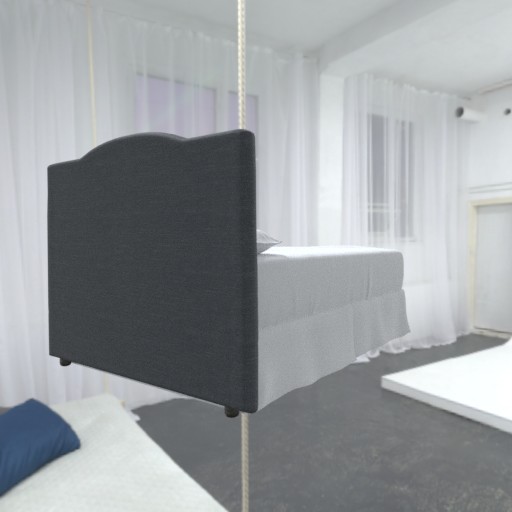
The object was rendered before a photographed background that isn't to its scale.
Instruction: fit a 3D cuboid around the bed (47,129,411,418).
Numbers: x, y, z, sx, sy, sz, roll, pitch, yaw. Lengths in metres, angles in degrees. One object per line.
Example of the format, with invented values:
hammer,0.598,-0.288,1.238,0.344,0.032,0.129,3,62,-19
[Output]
bed,0.000,0.000,3.510,1.747,1.441,2.507,2,3,36
